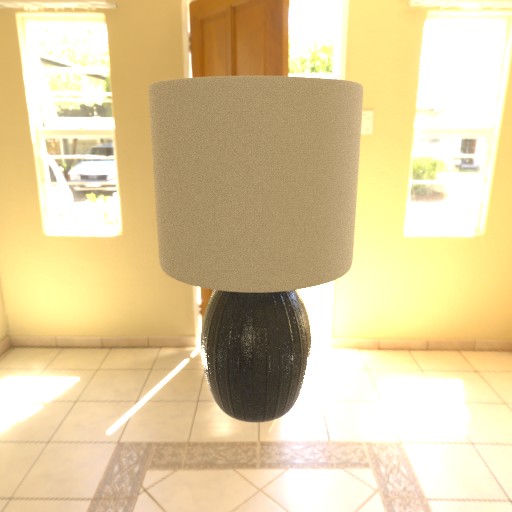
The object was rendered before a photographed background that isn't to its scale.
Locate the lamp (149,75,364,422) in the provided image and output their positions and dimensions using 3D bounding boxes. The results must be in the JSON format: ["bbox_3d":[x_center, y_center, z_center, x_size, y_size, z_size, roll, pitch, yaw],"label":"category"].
[{"bbox_3d":[0.000,0.000,0.769,0.329,0.570,0.329,-2,16,-8],"label":"lamp"}]
